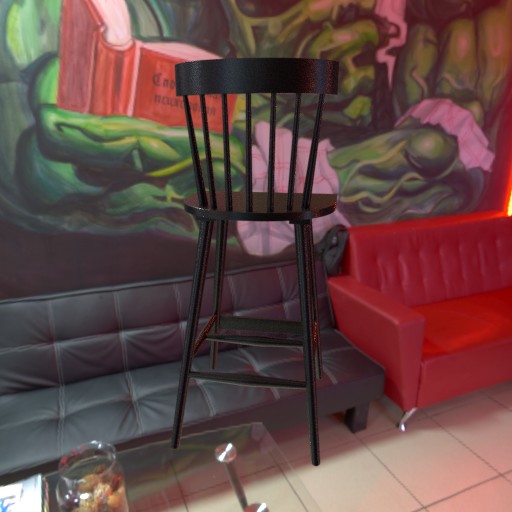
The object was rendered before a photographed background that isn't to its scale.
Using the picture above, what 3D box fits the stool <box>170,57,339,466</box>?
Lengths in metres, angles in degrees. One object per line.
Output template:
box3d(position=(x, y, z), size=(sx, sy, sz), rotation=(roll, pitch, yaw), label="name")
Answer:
box3d(position=(0.000, 0.000, 1.369), size=(0.482, 1.092, 0.483), rotation=(3, 17, 9), label="stool")
